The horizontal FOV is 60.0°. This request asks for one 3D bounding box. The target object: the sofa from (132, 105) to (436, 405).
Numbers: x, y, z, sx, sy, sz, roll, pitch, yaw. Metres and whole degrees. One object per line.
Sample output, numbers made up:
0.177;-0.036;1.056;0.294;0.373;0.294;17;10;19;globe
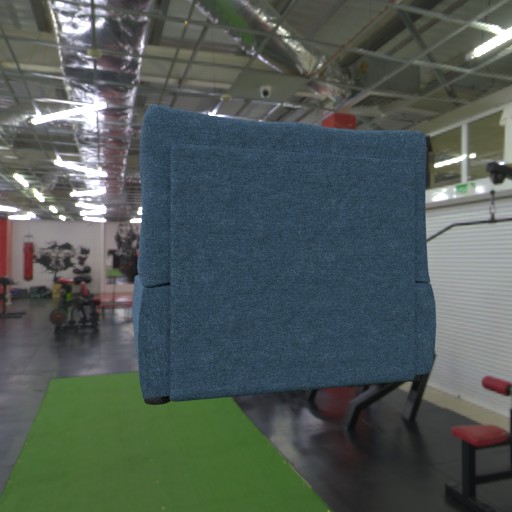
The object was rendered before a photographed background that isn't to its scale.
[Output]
0.000;0.000;1.756;0.930;0.820;1.000;0;-1;-16;sofa
